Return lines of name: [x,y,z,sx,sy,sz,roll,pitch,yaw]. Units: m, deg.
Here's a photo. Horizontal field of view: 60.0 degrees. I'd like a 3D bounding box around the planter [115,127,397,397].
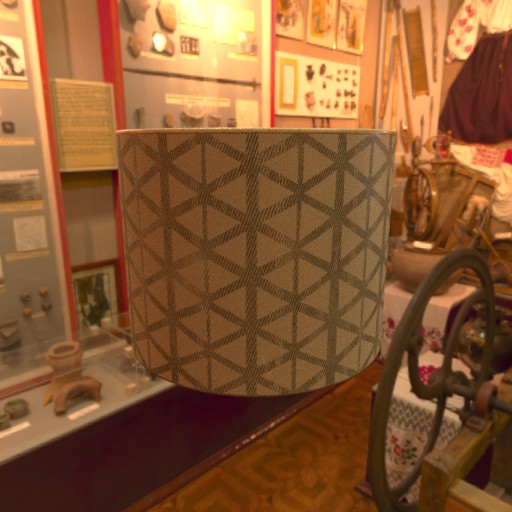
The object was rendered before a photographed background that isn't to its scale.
planter: [0.000,0.000,0.335,0.190,0.181,0.190,0,15,0]
